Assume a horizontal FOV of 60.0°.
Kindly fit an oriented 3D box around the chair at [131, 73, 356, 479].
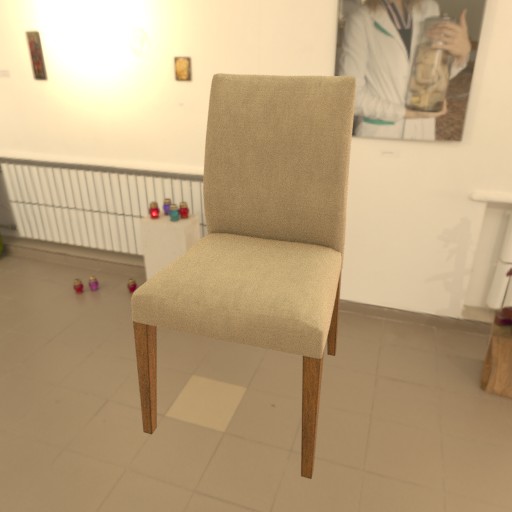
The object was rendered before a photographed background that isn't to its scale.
[{"bbox_3d":[0.000,0.000,1.268,0.496,0.940,0.585,8,26,16],"label":"chair"}]
